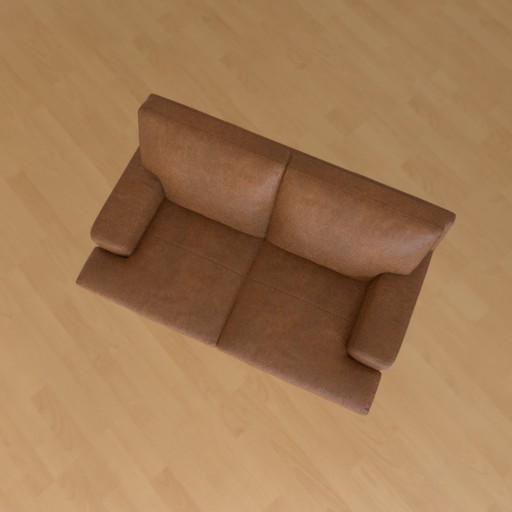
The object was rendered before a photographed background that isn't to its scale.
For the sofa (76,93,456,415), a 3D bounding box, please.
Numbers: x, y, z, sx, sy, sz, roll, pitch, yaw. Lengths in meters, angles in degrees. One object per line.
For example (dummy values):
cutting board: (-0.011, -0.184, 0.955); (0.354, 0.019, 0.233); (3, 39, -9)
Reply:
sofa: (0.000, 0.000, 2.551); (1.880, 0.966, 1.144); (23, 76, 6)
